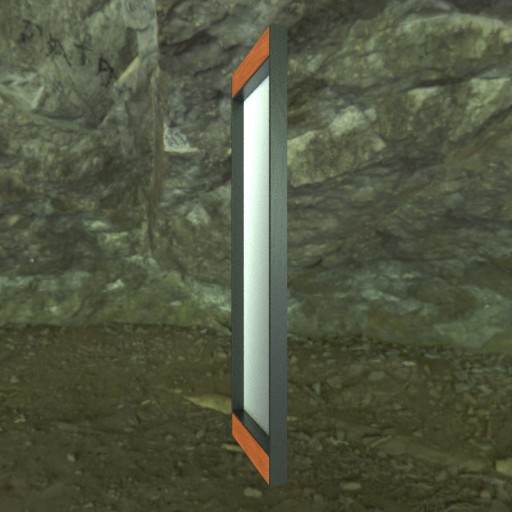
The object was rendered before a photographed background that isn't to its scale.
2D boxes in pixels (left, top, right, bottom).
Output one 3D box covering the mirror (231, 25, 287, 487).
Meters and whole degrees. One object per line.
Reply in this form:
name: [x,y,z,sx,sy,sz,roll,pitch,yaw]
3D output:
mirror: [0.000,0.000,1.244,0.047,1.123,0.343,0,0,-19]
